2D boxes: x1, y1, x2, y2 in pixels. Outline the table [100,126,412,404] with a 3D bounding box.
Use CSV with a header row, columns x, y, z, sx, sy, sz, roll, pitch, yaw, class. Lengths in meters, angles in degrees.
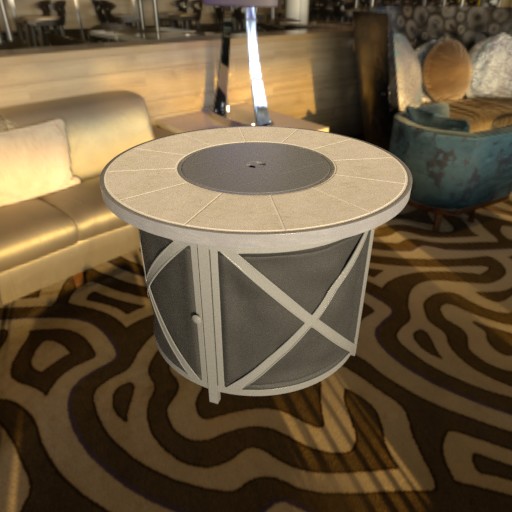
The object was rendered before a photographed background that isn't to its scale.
x,y,z,sx,sy,sz,roll,pitch,yaw,class
0.000,0.000,1.520,0.914,0.650,0.914,0,31,0,table
